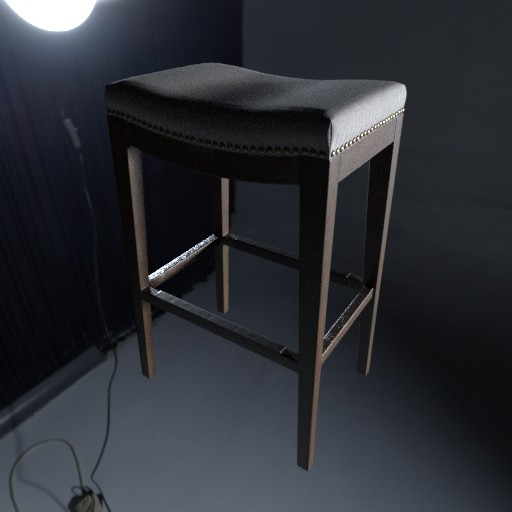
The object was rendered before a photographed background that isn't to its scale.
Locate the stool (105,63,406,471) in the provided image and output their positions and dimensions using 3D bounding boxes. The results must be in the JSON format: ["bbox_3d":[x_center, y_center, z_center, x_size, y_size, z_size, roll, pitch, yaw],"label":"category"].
[{"bbox_3d":[0.000,0.000,1.016,0.508,0.762,0.356,19,36,28],"label":"stool"}]
